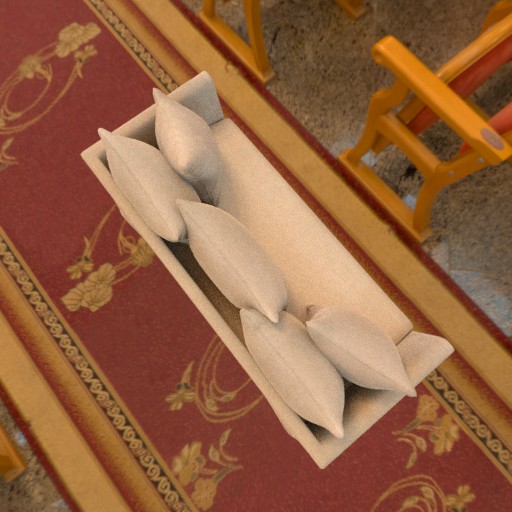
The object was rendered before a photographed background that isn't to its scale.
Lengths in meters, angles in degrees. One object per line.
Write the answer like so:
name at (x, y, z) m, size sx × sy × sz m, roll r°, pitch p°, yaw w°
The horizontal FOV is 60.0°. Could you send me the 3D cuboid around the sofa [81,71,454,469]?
sofa at (0.000, 0.000, 2.780) m, size 1.031 × 1.034 × 2.290 m, roll -38°, pitch 78°, yaw -9°
